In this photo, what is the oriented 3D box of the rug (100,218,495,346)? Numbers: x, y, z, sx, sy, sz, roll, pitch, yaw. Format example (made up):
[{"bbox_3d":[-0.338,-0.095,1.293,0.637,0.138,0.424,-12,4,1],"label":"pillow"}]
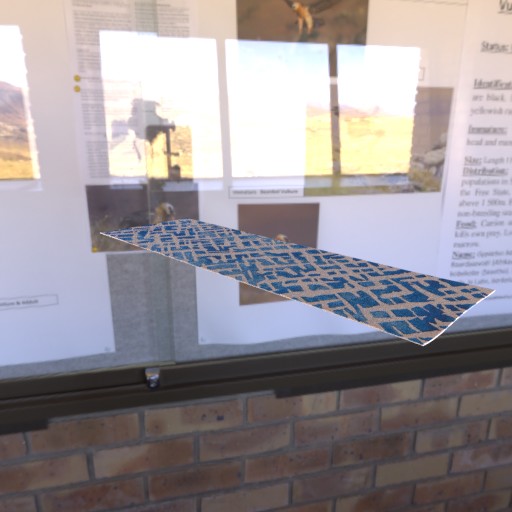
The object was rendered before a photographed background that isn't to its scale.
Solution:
[{"bbox_3d":[0.000,0.000,2.651,0.768,0.011,2.446,-15,22,-43],"label":"rug"}]
